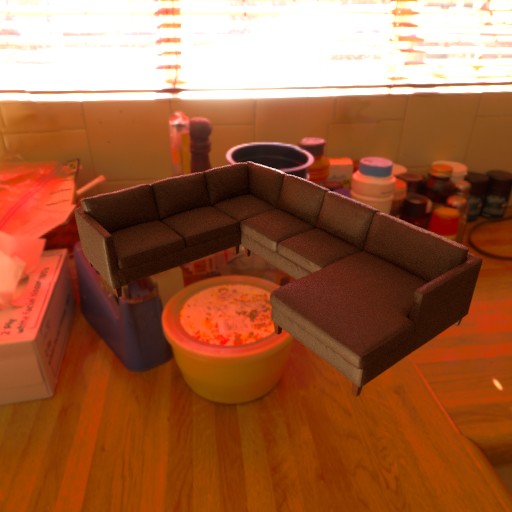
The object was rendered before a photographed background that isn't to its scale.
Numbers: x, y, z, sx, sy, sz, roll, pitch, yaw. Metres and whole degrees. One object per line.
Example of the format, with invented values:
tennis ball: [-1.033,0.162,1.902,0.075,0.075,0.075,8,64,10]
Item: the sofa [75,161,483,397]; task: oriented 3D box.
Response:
sofa: [0.000,0.000,4.615,2.593,0.923,3.460,-21,36,-32]
